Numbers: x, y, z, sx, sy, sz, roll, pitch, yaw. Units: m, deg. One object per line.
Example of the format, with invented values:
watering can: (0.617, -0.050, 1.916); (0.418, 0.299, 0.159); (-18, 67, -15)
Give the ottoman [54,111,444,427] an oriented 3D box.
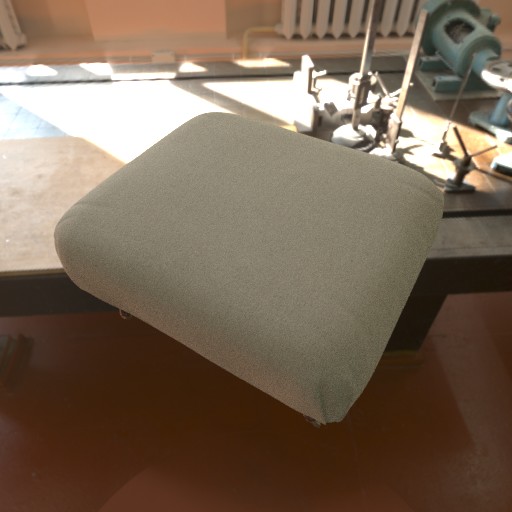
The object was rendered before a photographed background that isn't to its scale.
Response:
ottoman: (0.000, 0.000, 1.117); (0.746, 0.450, 0.639); (24, 51, 21)
